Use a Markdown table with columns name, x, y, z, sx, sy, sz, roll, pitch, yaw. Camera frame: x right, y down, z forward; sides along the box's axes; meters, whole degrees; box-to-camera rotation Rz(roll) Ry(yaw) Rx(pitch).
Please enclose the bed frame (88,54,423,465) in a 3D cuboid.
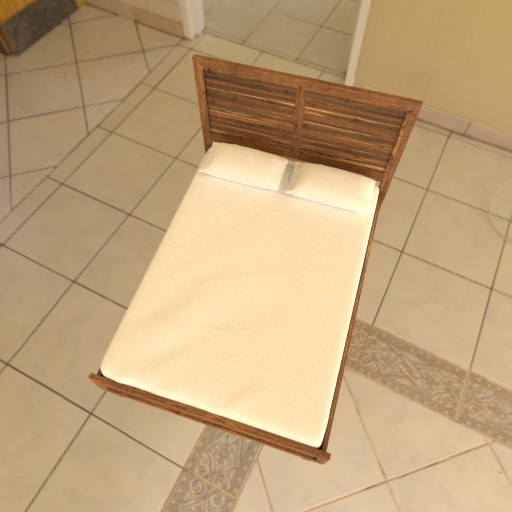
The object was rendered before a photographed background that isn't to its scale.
| name | x | y | z | sx | sy | sz | roll | pitch | yaw |
| --- | --- | --- | --- | --- | --- | --- | --- | --- | --- |
| bed frame | 0.000 | 0.000 | 3.250 | 1.696 | 1.417 | 2.276 | 15 | 61 | 9 |
